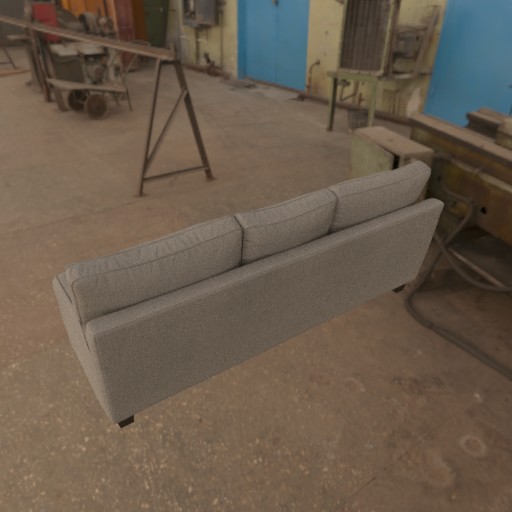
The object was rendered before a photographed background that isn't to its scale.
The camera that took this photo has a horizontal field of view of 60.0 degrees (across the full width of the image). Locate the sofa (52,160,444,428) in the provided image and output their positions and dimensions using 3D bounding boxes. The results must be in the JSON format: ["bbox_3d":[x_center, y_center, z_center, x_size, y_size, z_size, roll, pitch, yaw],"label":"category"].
[{"bbox_3d":[0.000,0.000,2.832,2.323,0.991,1.016,-19,37,-28],"label":"sofa"}]
